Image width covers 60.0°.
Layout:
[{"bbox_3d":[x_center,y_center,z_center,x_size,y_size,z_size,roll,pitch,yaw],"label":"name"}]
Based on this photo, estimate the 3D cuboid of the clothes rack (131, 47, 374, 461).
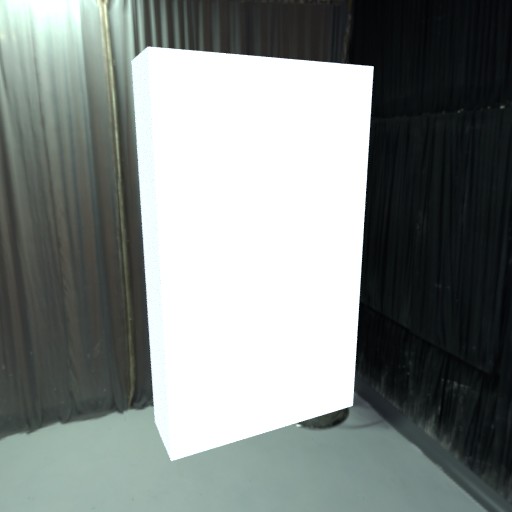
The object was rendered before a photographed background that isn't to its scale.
[{"bbox_3d":[0.000,0.000,1.592,0.750,1.280,0.250,-7,16,-25],"label":"clothes rack"}]
